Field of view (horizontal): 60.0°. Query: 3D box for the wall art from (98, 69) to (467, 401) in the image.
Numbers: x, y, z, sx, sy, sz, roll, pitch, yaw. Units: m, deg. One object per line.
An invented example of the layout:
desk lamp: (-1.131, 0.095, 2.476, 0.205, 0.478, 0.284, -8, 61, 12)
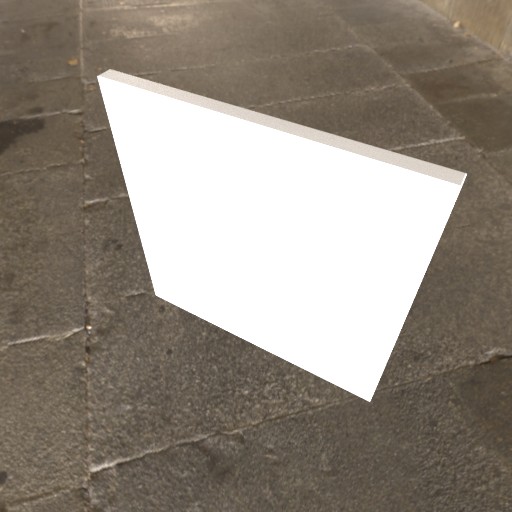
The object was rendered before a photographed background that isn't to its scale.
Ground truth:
wall art: (0.000, 0.000, 1.111, 0.762, 0.762, 0.040, 23, 51, 20)
